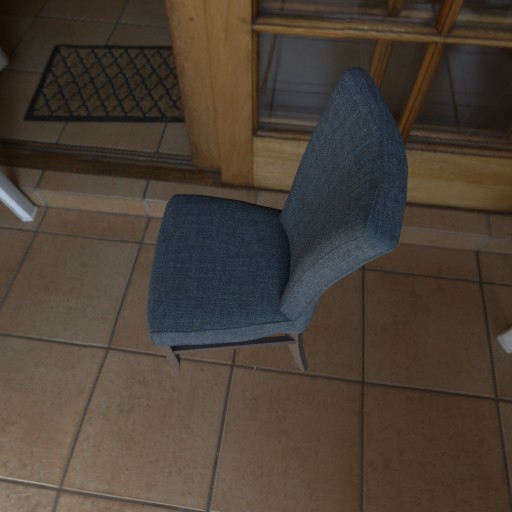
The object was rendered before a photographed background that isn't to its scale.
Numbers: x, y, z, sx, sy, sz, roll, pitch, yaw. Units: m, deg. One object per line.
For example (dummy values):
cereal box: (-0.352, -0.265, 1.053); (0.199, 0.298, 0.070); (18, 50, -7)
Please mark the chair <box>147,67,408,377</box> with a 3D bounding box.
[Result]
chair: (0.000, 0.000, 1.367); (0.660, 0.991, 0.520); (2, 59, 1)
